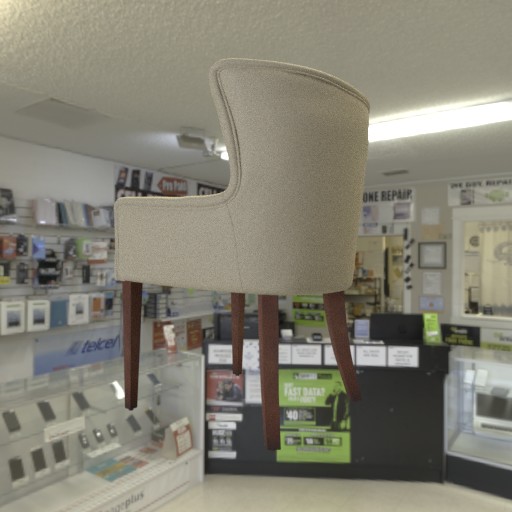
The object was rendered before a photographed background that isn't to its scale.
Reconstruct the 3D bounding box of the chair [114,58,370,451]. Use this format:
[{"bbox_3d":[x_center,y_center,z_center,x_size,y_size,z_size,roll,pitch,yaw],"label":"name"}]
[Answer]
[{"bbox_3d":[0.000,0.000,1.407,0.686,0.952,0.660,0,-1,37],"label":"chair"}]
